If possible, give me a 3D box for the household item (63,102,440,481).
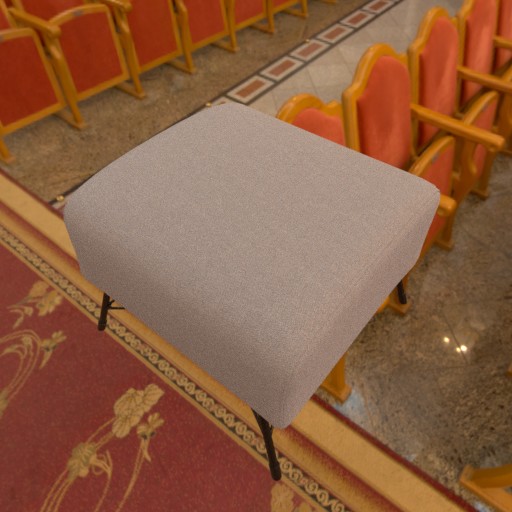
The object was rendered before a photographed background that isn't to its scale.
[{"bbox_3d":[0.000,0.000,0.908,0.530,0.410,0.530,31,54,25],"label":"household item"}]
